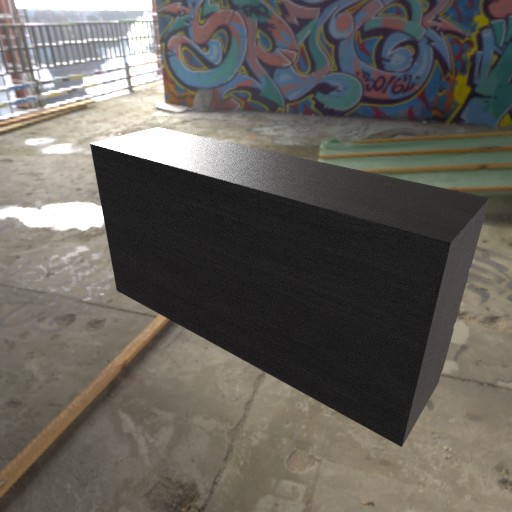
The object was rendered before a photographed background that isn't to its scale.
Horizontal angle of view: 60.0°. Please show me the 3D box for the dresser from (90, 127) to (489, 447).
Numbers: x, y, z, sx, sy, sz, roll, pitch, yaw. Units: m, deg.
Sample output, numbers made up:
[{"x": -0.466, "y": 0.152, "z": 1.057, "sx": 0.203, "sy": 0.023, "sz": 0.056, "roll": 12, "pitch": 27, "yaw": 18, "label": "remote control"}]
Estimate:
[{"x": 0.000, "y": 0.000, "z": 1.904, "sx": 1.590, "sy": 0.795, "sz": 0.400, "roll": 21, "pitch": 35, "yaw": 33, "label": "dresser"}]
